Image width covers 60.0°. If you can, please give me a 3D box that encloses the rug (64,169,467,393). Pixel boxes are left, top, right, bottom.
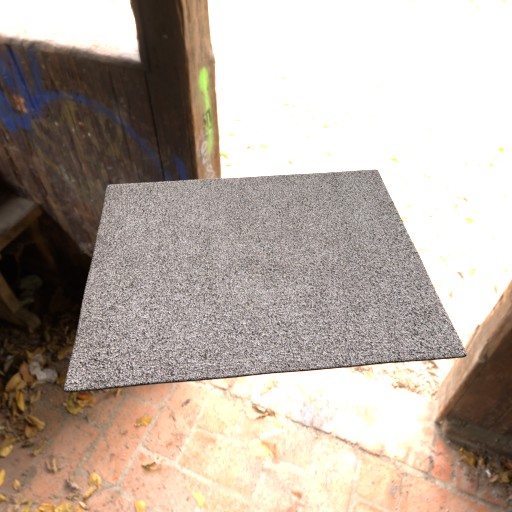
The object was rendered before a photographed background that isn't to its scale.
[{"bbox_3d":[0.000,0.000,4.143,3.047,0.029,2.438,-4,47,-4],"label":"rug"}]
